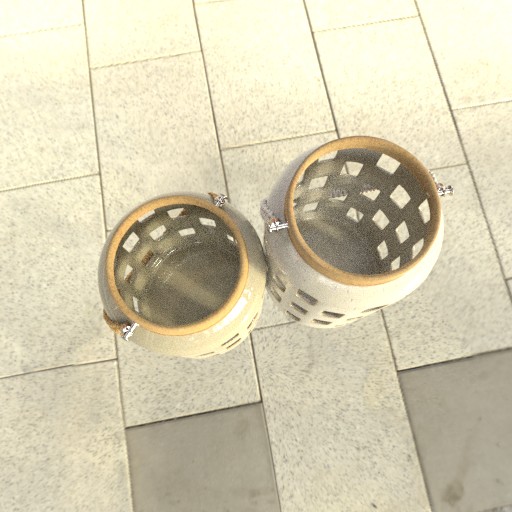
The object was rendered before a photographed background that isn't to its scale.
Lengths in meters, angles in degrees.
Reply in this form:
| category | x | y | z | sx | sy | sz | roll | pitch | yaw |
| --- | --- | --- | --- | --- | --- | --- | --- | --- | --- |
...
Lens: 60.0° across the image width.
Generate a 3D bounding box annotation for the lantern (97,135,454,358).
| category | x | y | z | sx | sy | sz | roll | pitch | yaw |
| --- | --- | --- | --- | --- | --- | --- | --- | --- | --- |
| lantern | 0.000 | 0.000 | 0.489 | 0.347 | 0.255 | 0.184 | -12 | 76 | -3 |
